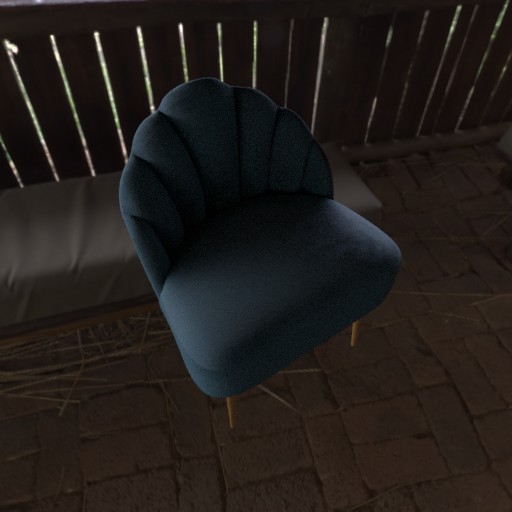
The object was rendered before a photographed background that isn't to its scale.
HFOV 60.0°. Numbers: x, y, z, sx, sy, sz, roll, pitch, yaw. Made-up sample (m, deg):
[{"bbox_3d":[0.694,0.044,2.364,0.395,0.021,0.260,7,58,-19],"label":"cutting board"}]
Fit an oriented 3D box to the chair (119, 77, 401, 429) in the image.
[{"bbox_3d":[0.000,0.000,1.279,0.657,0.819,0.599,-27,53,-23],"label":"chair"}]
